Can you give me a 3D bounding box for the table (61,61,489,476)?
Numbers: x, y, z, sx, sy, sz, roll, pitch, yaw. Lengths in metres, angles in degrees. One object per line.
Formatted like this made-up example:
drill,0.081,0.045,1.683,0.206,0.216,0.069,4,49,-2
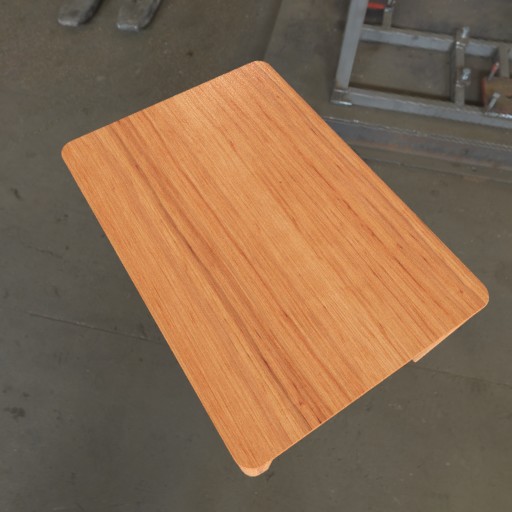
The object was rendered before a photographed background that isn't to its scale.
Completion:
table,0.000,0.000,1.339,0.696,0.445,0.997,-30,66,-15
